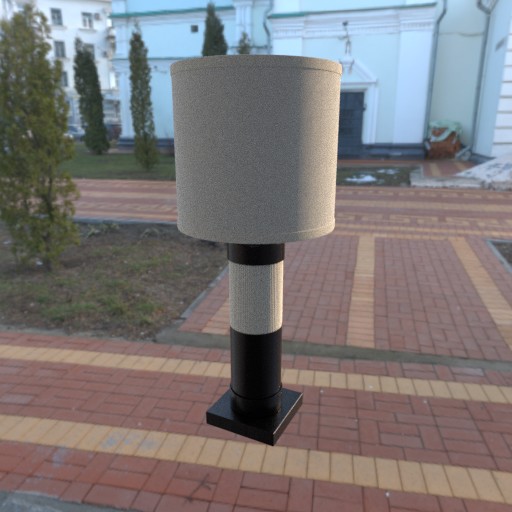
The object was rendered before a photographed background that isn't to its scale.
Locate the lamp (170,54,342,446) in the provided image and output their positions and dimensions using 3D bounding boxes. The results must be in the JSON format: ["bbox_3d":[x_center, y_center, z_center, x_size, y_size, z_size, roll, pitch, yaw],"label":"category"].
[{"bbox_3d":[0.000,0.000,0.616,0.211,0.509,0.211,8,18,26],"label":"lamp"}]
